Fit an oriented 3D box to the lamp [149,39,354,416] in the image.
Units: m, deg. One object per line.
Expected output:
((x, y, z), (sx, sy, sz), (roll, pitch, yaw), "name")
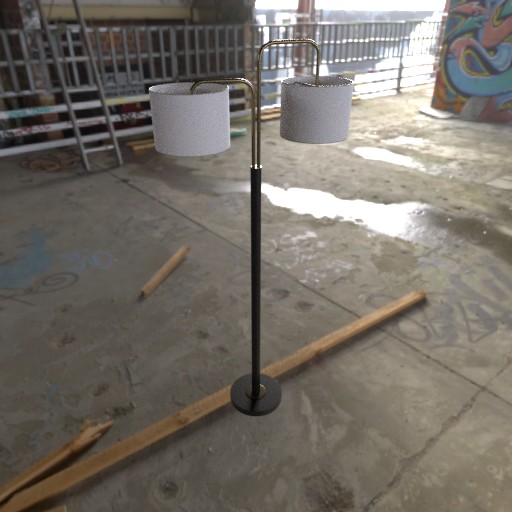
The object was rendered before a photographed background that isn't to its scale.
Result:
((0.000, 0.000, 1.811), (0.711, 1.587, 0.254), (-10, 31, -18), "lamp")
